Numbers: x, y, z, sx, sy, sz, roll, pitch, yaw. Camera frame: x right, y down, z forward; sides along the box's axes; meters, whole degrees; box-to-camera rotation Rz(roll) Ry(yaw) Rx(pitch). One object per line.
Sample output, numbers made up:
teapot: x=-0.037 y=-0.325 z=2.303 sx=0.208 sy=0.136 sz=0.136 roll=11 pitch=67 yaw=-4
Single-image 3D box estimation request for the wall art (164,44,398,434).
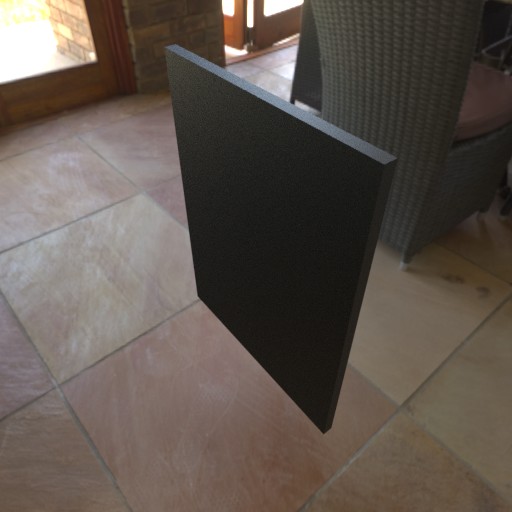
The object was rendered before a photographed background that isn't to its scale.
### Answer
wall art: x=0.000 y=0.000 z=1.404 sx=0.038 sy=1.062 sz=0.806 roll=-28 pitch=50 yaw=-27
